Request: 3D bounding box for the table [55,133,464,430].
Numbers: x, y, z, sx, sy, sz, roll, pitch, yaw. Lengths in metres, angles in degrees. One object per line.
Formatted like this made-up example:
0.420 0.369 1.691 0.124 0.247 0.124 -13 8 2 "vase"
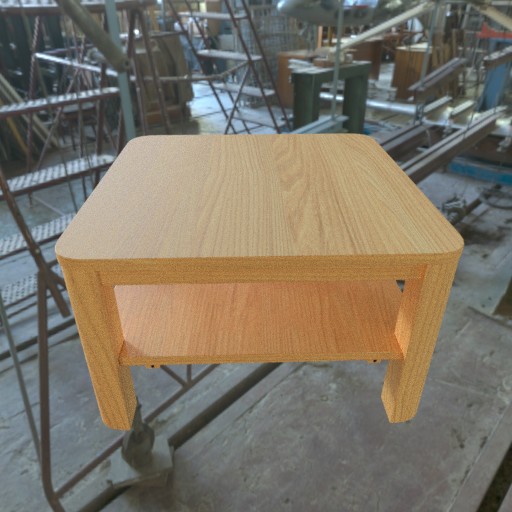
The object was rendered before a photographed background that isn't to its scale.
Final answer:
0.000 0.000 1.202 0.750 0.450 0.750 -1 31 -2 "table"
